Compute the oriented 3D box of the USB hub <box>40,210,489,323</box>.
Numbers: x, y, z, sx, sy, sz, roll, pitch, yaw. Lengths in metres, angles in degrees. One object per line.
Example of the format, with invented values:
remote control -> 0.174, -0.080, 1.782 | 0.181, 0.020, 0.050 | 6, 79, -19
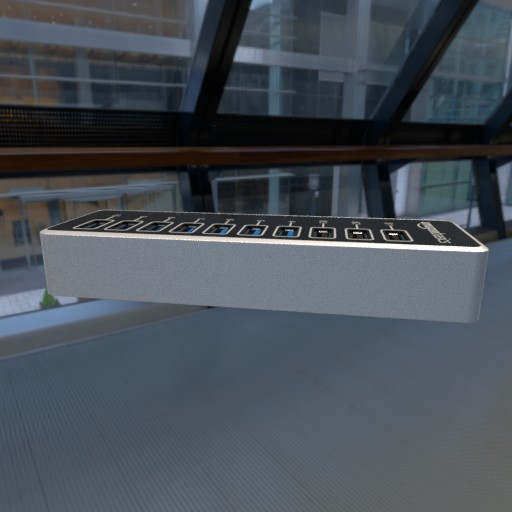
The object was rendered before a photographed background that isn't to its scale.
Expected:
USB hub -> 0.000, 0.000, 0.162 | 0.145, 0.023, 0.044 | 3, 16, 9
